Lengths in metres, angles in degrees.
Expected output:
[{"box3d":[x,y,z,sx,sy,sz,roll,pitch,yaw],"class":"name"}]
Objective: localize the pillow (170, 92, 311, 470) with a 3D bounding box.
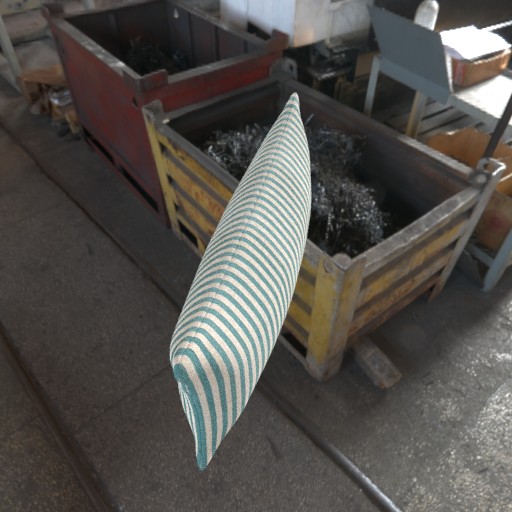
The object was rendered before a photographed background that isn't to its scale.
[{"box3d":[0.000,0.000,0.750,0.151,0.295,0.617,11,47,10],"class":"pillow"}]
